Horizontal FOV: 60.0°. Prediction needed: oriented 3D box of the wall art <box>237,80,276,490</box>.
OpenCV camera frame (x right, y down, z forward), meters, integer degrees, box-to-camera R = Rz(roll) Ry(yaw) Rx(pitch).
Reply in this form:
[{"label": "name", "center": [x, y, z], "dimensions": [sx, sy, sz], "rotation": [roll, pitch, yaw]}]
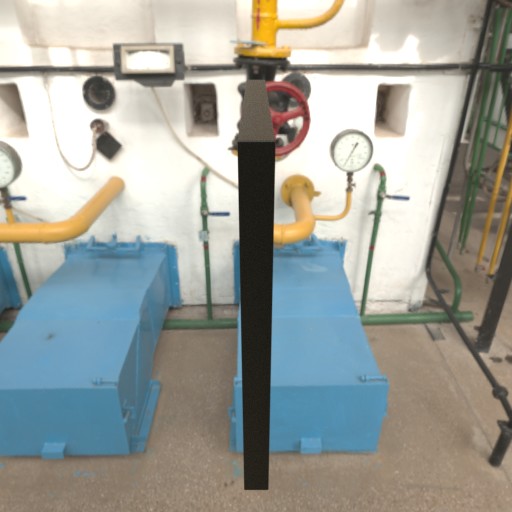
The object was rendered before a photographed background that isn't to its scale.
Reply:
[{"label": "wall art", "center": [0.000, 0.000, 0.755], "dimensions": [0.036, 0.508, 0.508], "rotation": [0, 28, 0]}]
